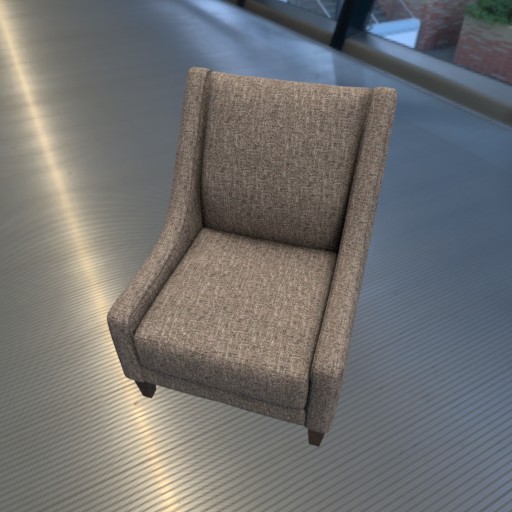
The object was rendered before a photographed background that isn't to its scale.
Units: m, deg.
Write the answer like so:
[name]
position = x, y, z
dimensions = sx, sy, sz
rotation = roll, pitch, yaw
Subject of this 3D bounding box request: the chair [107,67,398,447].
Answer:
[chair]
position = 0.000, 0.000, 1.603
dimensions = 0.774, 1.014, 0.870
rotation = 11, 42, 13
